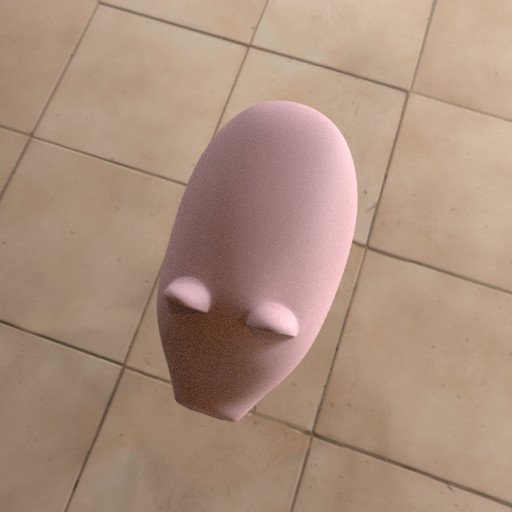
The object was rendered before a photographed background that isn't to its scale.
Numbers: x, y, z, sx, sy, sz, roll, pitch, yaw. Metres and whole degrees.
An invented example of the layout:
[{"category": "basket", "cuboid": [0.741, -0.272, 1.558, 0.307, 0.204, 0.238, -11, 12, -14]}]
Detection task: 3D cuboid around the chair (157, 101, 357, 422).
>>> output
[{"category": "chair", "cuboid": [0.000, 0.000, 0.864, 0.364, 0.423, 0.619, 17, 77, 4]}]
